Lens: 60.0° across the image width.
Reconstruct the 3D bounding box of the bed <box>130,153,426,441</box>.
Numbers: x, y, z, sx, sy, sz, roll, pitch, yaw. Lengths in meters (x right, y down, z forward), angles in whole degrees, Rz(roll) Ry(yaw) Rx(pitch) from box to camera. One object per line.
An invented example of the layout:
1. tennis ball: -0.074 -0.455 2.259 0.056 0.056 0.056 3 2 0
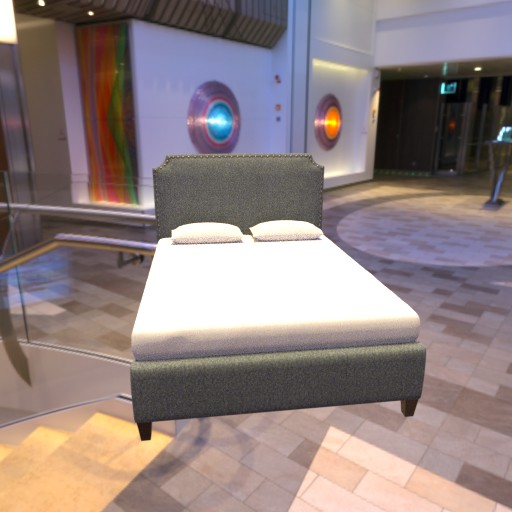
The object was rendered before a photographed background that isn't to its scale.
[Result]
1. bed: 0.000 0.000 3.494 1.712 1.443 2.372 -2 17 -8
